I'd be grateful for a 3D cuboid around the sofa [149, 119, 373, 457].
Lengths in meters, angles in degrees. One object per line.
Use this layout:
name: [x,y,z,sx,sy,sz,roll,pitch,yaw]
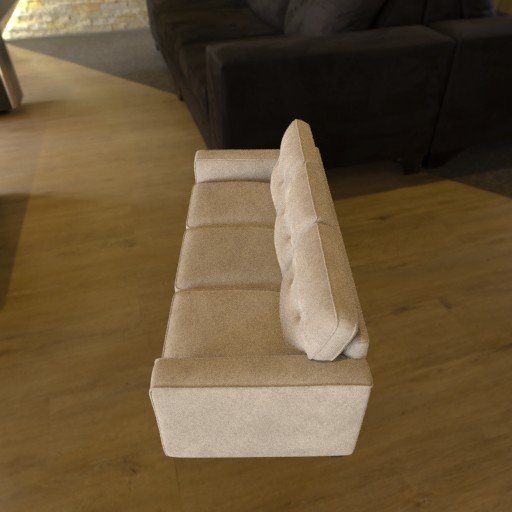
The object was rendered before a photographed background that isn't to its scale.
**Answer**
sofa: [0.000,0.000,2.703,0.939,0.965,2.133,0,40,-1]
